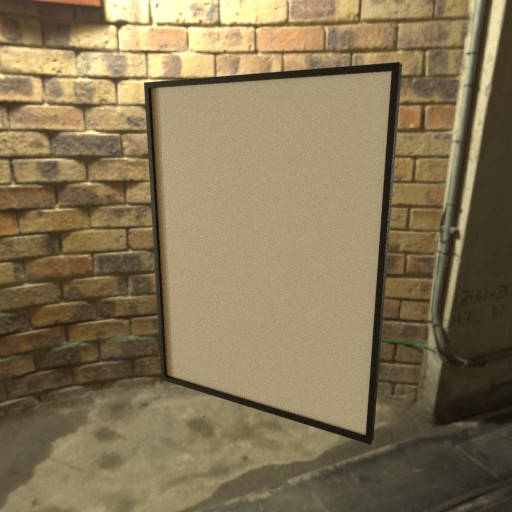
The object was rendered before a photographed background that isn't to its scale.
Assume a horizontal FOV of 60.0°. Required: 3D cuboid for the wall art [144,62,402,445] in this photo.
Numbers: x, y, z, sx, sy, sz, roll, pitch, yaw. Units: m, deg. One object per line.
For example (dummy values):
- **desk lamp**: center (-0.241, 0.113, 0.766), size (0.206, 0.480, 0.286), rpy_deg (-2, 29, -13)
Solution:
- **wall art**: center (0.000, 0.000, 1.399), size (0.802, 1.070, 0.036), rpy_deg (8, 16, 27)
